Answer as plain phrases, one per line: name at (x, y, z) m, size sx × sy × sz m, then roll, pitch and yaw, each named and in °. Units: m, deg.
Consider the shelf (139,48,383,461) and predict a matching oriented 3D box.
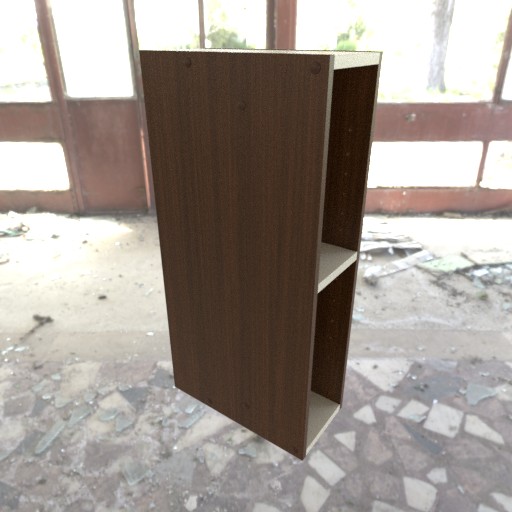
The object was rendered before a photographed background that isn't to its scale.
shelf at (0.000, 0.000, 0.713) m, size 0.290 × 0.600 × 0.147 m, roll 18°, pitch 32°, yaw 32°
